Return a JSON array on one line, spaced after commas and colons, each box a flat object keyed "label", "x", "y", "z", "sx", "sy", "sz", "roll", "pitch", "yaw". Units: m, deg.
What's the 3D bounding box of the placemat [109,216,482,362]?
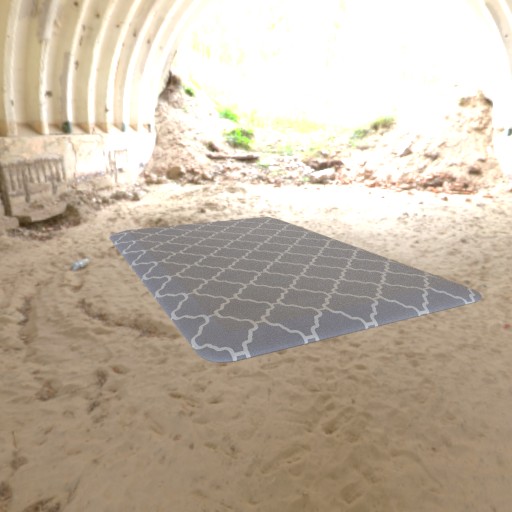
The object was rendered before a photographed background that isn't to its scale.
[{"label": "placemat", "x": 0.000, "y": 0.000, "z": 0.962, "sx": 0.508, "sy": 0.021, "sz": 0.762, "roll": -8, "pitch": 18, "yaw": -25}]
